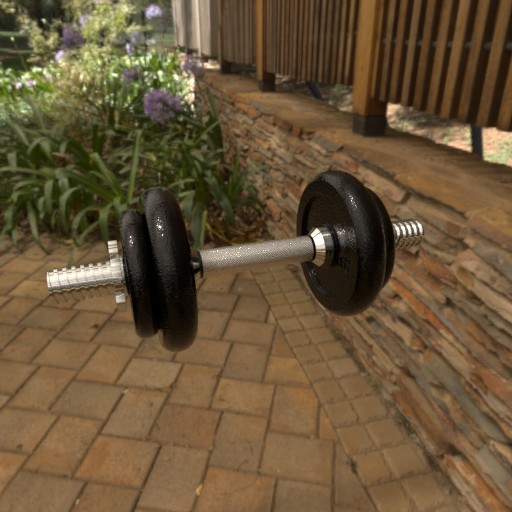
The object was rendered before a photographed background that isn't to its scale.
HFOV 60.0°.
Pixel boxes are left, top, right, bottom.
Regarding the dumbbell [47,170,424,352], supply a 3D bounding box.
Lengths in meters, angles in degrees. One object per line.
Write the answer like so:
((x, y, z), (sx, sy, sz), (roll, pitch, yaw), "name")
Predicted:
((0.000, 0.000, 0.579), (0.497, 0.202, 0.202), (-9, 27, -17), "dumbbell")
